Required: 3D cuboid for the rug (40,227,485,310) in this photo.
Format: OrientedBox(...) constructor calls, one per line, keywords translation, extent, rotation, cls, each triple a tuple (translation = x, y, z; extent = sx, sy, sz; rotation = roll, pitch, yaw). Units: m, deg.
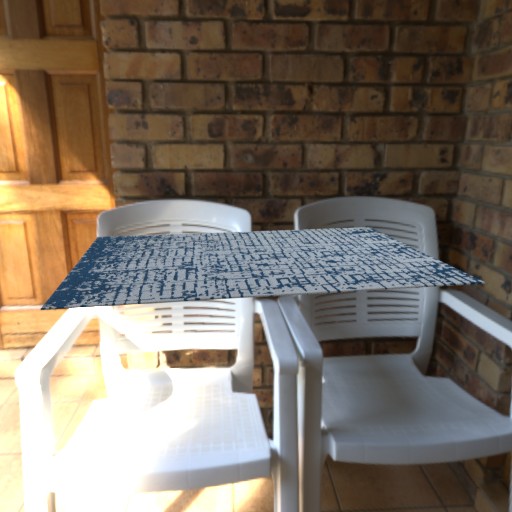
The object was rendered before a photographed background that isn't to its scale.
OrientedBox(translation=(0.000, 0.000, 2.368), extent=(1.828, 0.007, 1.220), rotation=(-3, 15, -9), cls="rug")
